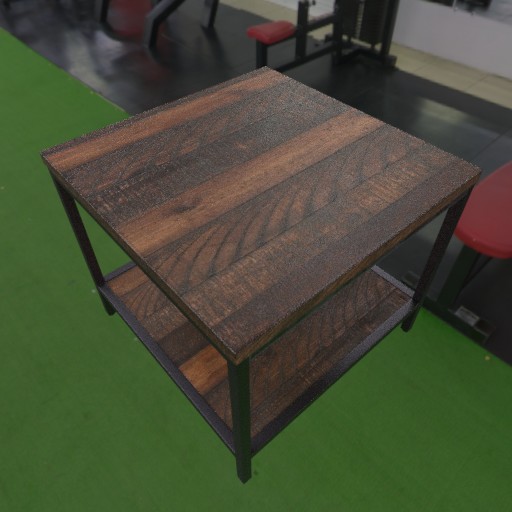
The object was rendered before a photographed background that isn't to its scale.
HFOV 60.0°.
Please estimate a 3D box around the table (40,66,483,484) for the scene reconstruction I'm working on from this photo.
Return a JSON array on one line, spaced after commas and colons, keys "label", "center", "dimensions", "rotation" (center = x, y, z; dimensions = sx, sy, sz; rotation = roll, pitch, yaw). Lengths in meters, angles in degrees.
[{"label": "table", "center": [0.000, 0.000, 0.947], "dimensions": [0.548, 0.482, 0.553], "rotation": [-32, 54, -27]}]
